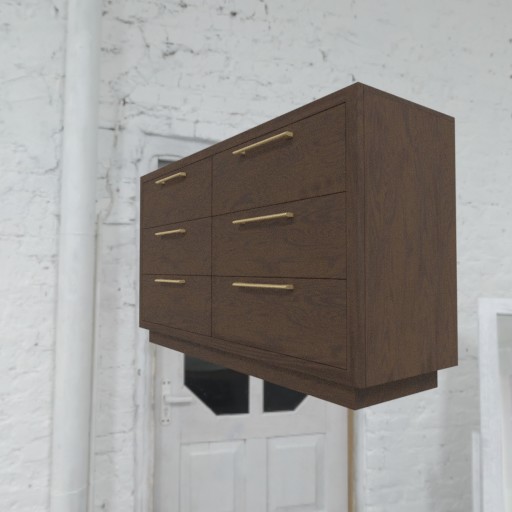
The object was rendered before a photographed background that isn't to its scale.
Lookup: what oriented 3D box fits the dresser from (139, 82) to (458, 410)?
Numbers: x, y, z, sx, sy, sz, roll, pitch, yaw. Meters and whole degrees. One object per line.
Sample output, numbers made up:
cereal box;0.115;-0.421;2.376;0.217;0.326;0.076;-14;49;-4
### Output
dresser;0.000;0.000;1.912;0.512;0.889;1.523;1;-2;-36
